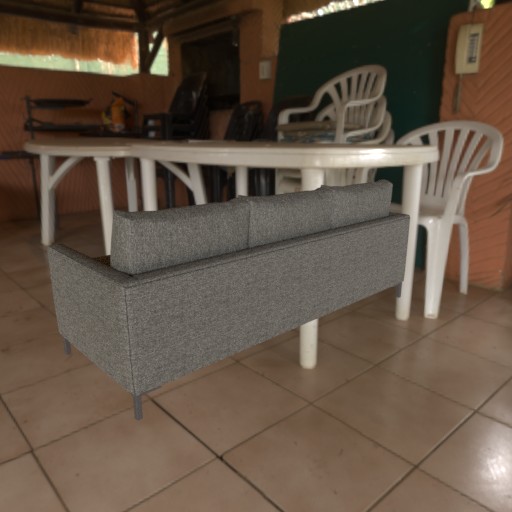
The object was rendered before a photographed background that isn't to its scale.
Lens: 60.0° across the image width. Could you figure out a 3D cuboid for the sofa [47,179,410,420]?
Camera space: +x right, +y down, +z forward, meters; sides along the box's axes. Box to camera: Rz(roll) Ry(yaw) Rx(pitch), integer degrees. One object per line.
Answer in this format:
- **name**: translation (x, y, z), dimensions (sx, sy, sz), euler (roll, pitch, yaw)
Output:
- **sofa**: translation (0.000, 0.000, 2.793), dimensions (2.253, 0.879, 0.876), euler (-14, 21, -41)
